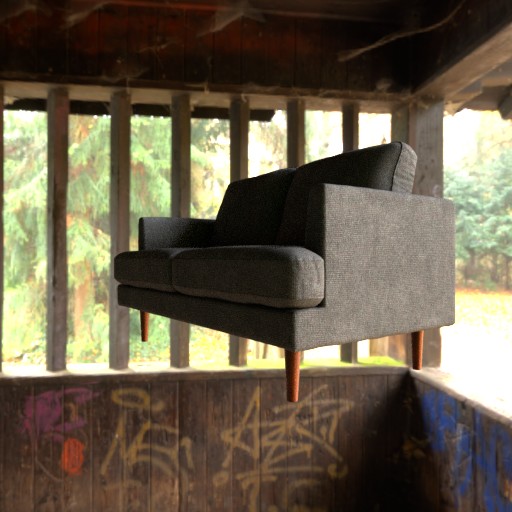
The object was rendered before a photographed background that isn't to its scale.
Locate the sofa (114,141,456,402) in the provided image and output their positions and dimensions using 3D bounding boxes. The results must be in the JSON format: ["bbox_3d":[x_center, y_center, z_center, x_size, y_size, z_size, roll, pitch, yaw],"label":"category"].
[{"bbox_3d":[0.000,0.000,2.153,0.903,0.956,1.582,0,0,-36],"label":"sofa"}]
